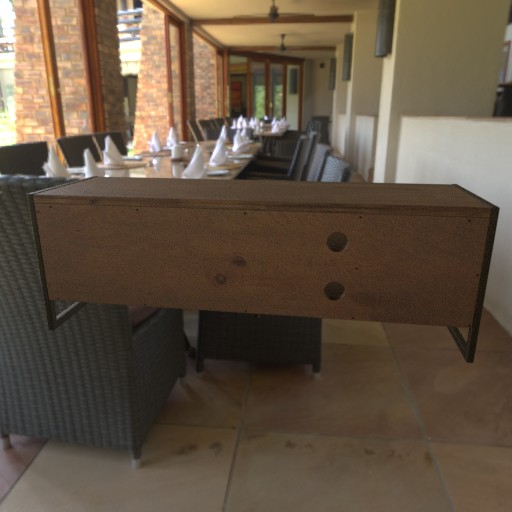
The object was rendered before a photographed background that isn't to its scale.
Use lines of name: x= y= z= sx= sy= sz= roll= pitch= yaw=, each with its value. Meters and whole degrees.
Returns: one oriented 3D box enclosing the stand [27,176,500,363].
stand: x=0.000 y=0.000 z=1.662 sx=1.480 sy=0.506 sz=0.454 roll=3 pitch=18 yaw=8
